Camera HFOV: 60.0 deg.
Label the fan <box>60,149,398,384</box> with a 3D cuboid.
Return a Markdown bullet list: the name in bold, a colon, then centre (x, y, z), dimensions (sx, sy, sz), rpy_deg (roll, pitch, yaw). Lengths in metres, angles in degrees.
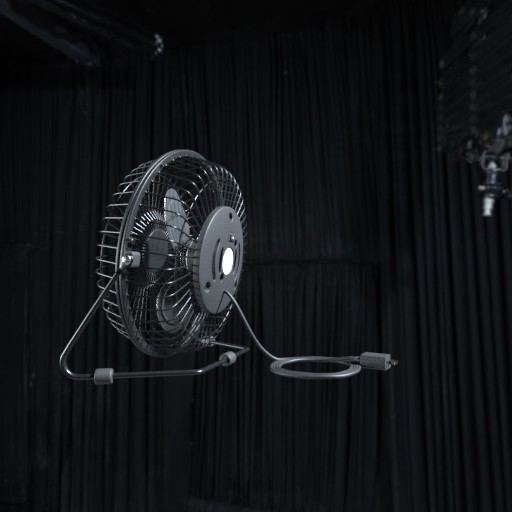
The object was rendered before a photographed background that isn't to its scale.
- **fan**: centre (0.000, 0.000, 0.378), dimensions (0.227, 0.188, 0.209), rpy_deg (-1, -3, 18)
